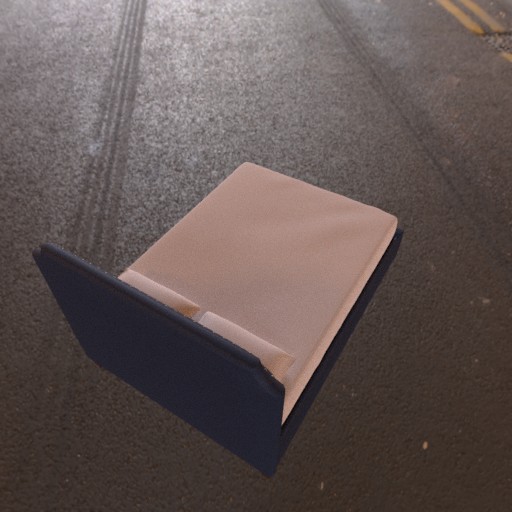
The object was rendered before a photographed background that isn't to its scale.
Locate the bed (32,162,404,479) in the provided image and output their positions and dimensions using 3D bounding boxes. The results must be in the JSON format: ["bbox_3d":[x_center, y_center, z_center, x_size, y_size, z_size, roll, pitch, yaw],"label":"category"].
[{"bbox_3d":[0.000,0.000,3.410,1.712,1.443,2.372,25,52,21],"label":"bed"}]
